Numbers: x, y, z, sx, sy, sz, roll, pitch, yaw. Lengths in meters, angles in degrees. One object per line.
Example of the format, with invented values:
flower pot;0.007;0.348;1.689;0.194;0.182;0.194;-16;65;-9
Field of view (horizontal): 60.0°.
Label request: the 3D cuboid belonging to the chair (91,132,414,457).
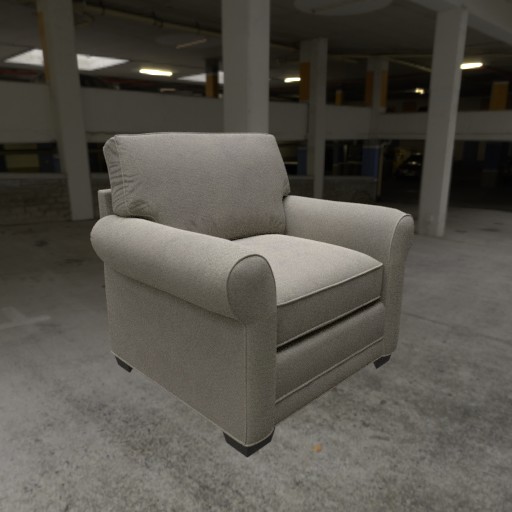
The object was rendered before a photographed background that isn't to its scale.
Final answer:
chair;0.000;0.000;1.939;1.147;1.044;0.939;-15;21;-43
